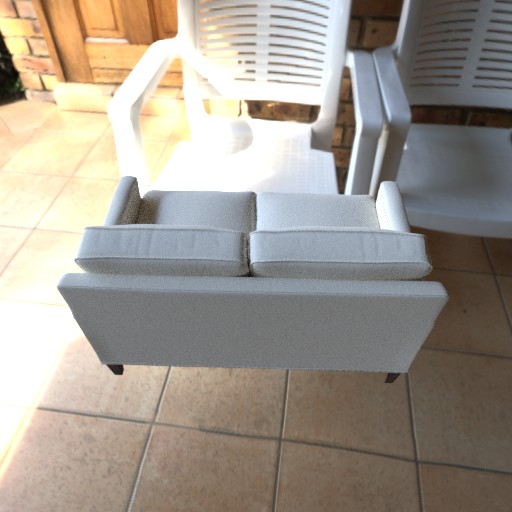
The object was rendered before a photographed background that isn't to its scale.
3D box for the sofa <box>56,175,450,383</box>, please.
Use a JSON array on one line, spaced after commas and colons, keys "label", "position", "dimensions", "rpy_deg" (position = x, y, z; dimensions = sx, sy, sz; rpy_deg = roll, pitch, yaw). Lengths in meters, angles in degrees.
[{"label": "sofa", "position": [0.000, 0.000, 2.294], "dimensions": [1.597, 1.003, 1.084], "rpy_deg": [1, 46, 1]}]
